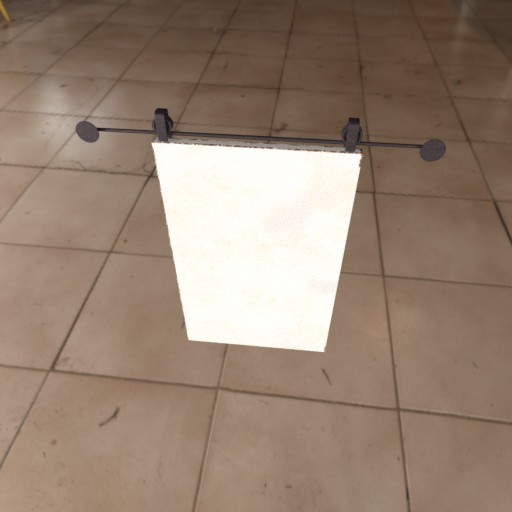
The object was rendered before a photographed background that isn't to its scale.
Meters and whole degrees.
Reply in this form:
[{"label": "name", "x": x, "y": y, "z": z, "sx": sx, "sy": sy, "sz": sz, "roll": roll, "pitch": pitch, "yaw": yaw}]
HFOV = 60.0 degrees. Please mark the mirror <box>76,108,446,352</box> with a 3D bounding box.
[{"label": "mirror", "x": 0.000, "y": 0.000, "z": 1.235, "sx": 0.808, "sy": 0.844, "sz": 0.037, "roll": 4, "pitch": 45, "yaw": 4}]
